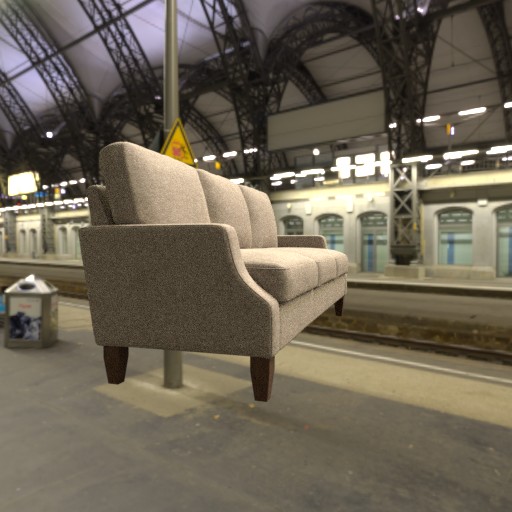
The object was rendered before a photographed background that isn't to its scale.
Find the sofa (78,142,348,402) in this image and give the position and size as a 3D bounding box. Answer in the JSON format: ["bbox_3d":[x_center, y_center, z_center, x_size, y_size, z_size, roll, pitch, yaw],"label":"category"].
[{"bbox_3d":[0.000,0.000,2.651,0.888,0.984,2.115,0,1,18],"label":"sofa"}]
